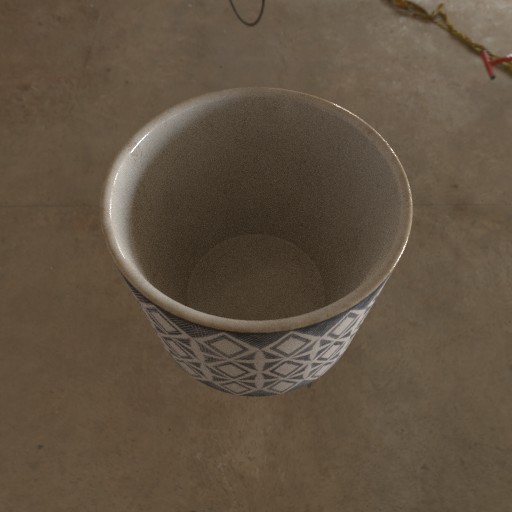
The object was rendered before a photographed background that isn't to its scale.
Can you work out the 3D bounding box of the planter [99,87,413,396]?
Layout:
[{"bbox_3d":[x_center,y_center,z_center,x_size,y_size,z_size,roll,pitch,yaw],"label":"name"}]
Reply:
[{"bbox_3d":[0.000,0.000,0.346,0.192,0.165,0.192,0,58,0],"label":"planter"}]
